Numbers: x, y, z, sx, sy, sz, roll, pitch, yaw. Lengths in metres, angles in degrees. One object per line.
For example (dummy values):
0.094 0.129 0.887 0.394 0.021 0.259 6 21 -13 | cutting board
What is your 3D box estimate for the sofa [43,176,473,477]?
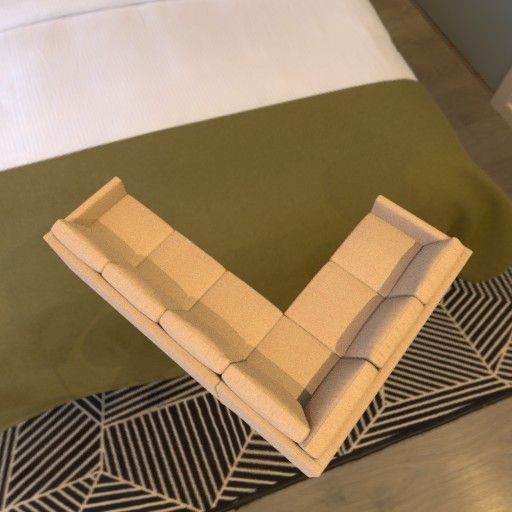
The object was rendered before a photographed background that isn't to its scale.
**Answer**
0.000 0.000 4.314 3.182 0.871 2.432 36 69 17 | sofa
